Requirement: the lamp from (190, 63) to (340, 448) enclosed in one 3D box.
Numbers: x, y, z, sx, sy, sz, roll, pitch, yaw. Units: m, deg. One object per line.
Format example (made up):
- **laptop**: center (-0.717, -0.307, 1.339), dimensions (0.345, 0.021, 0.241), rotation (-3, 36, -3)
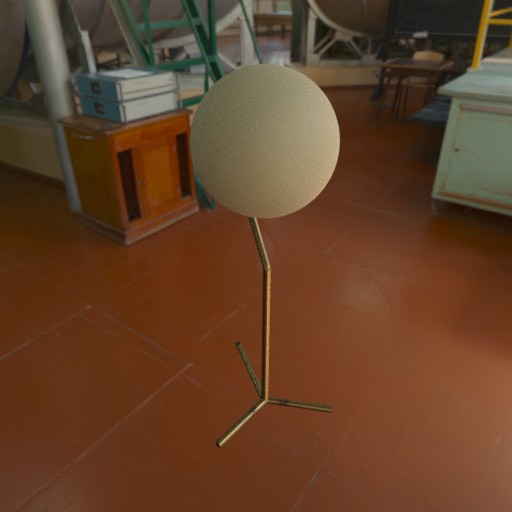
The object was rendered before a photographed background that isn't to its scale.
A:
- **lamp**: center (0.000, 0.000, 0.678), dimensions (0.210, 0.552, 0.251), rotation (-10, 33, -17)
